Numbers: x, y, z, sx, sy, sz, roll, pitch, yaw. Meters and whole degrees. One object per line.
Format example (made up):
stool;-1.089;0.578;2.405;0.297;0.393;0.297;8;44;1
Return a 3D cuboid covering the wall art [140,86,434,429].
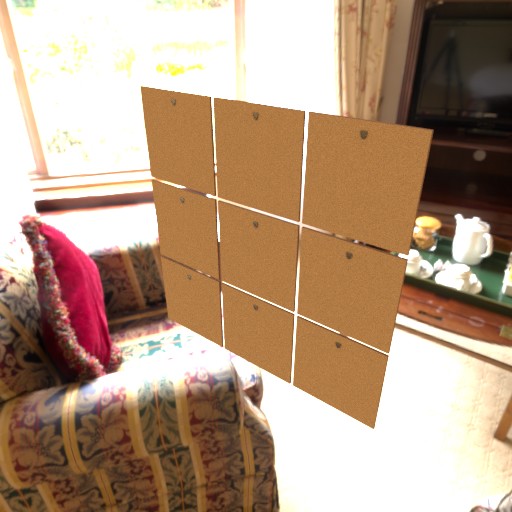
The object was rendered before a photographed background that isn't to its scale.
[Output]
wall art;0.000;0.000;2.313;1.533;1.532;0.019;21;36;32
